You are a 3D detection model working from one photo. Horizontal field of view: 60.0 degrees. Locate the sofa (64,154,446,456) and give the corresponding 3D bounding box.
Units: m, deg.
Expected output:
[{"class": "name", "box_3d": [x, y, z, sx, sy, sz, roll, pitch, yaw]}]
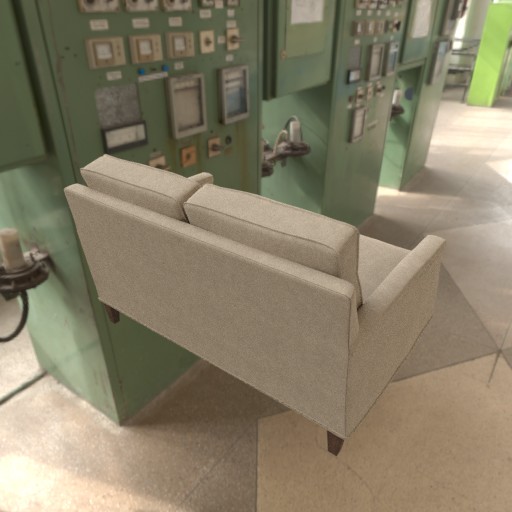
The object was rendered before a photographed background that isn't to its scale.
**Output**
[{"class": "sofa", "box_3d": [0.000, 0.000, 2.253, 1.597, 1.002, 1.084, 21, 36, 31]}]
